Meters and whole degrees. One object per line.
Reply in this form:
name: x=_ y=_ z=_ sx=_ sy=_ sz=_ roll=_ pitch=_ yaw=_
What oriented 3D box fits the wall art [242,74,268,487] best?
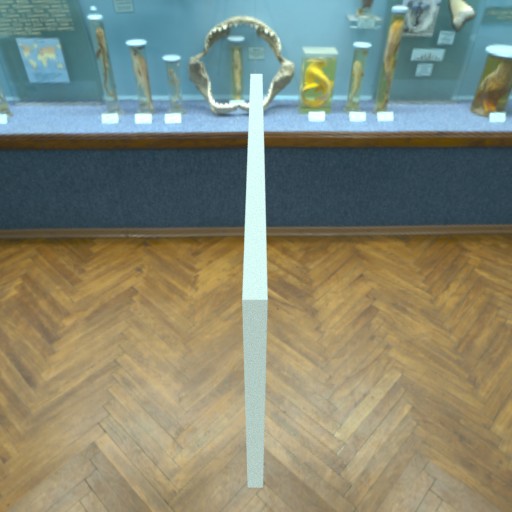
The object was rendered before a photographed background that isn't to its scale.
wall art: x=0.000 y=0.000 z=1.671 sx=0.051 sy=0.902 sz=1.308 roll=0 pitch=41 yaw=0
